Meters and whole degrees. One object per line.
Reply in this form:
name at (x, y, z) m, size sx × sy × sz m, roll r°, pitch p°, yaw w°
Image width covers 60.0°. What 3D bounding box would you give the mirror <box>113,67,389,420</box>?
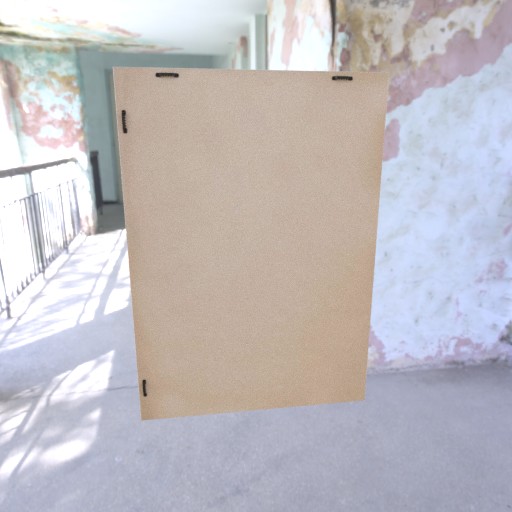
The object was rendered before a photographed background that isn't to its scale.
mirror at (0.000, 0.000, 0.914) m, size 0.507 × 0.710 × 0.039 m, roll -2°, pitch 16°, yaw -8°
